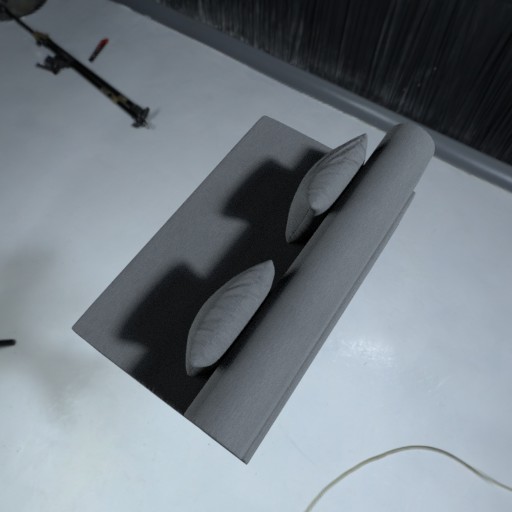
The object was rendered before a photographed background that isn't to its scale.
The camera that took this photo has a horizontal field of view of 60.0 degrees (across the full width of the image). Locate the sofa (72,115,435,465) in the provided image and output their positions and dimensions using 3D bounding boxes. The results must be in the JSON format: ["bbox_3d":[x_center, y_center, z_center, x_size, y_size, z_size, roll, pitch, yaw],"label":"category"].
[{"bbox_3d":[0.000,0.000,1.695,0.762,0.670,1.225,32,68,15],"label":"sofa"}]
